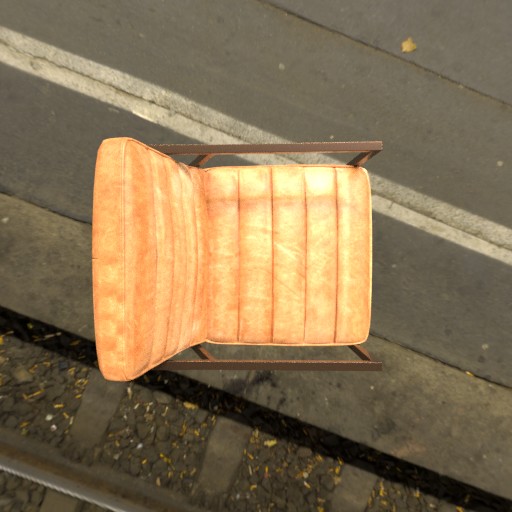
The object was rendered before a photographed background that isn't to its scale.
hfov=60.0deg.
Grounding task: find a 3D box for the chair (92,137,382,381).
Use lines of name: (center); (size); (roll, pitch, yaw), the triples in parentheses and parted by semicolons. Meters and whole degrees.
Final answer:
chair: (0.000, 0.000, 1.284); (0.677, 0.832, 0.571); (0, 91, -1)
